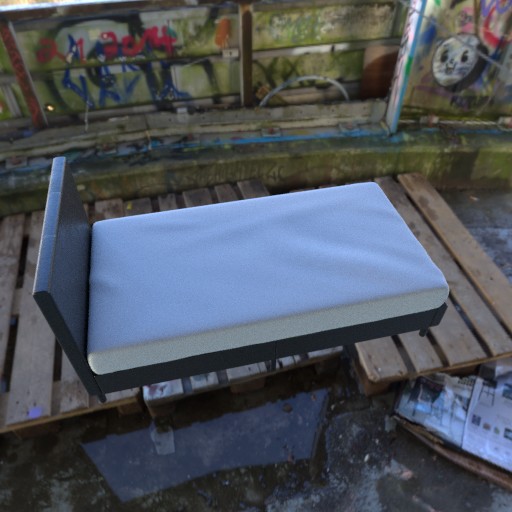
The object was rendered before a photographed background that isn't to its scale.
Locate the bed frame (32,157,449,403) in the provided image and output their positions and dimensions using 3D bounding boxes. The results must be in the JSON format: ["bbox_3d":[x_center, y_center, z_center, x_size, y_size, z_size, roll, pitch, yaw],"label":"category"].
[{"bbox_3d":[0.000,0.000,2.528,2.152,1.046,1.038,-9,46,-9],"label":"bed frame"}]
